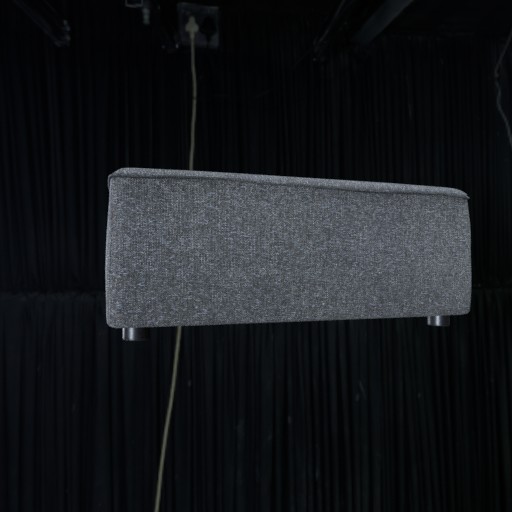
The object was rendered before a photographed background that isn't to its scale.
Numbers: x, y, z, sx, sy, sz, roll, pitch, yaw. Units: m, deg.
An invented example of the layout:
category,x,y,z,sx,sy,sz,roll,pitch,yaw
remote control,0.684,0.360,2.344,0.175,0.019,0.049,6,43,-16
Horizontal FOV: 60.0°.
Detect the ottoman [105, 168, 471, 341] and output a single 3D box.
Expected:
category,x,y,z,sx,sy,sz,roll,pitch,yaw
ottoman,0.000,0.000,1.604,1.021,0.423,1.017,0,-1,-16
